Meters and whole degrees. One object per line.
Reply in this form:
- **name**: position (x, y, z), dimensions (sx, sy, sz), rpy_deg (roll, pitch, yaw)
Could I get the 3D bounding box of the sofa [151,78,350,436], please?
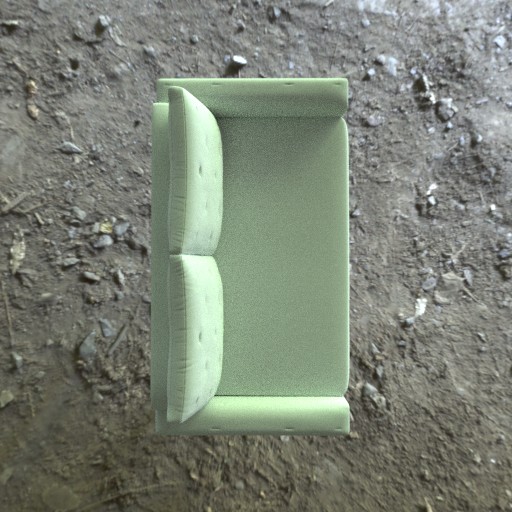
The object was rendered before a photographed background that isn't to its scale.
- **sofa**: position (0.000, 0.000, 2.142), dimensions (0.920, 0.790, 1.650), rpy_deg (0, 89, 0)
